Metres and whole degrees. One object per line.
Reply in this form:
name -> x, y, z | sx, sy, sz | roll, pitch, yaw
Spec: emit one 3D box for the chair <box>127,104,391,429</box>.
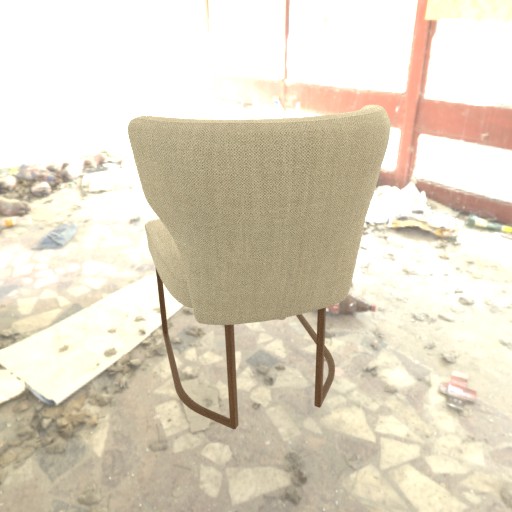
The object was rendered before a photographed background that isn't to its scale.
chair -> 0.000, 0.000, 1.235 | 0.611, 0.824, 0.617 | -8, 28, -16
